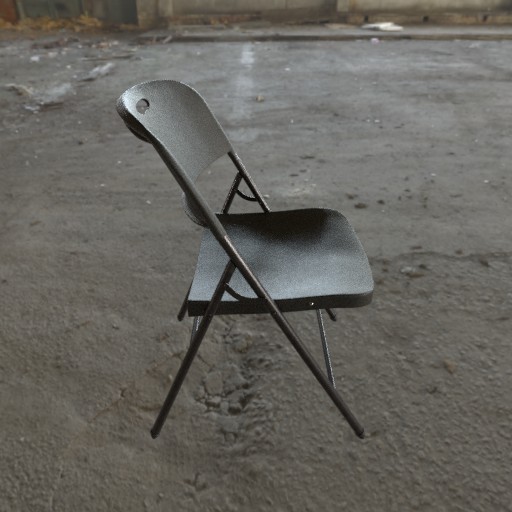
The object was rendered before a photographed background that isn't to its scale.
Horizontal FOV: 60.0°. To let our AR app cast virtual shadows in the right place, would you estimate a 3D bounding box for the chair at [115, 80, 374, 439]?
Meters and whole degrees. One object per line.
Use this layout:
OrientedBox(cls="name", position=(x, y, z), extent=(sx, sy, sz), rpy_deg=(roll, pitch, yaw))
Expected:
OrientedBox(cls="chair", position=(0.000, 0.000, 1.136), extent=(0.567, 0.810, 0.494), rpy_deg=(0, 32, 0))
